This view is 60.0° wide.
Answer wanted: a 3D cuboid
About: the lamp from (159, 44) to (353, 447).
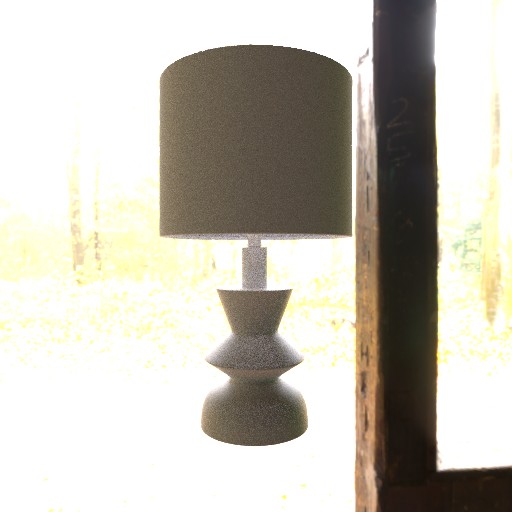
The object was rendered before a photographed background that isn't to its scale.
[{"bbox_3d":[0.000,0.000,0.705,0.301,0.533,0.301,0,1,-35],"label":"lamp"}]
